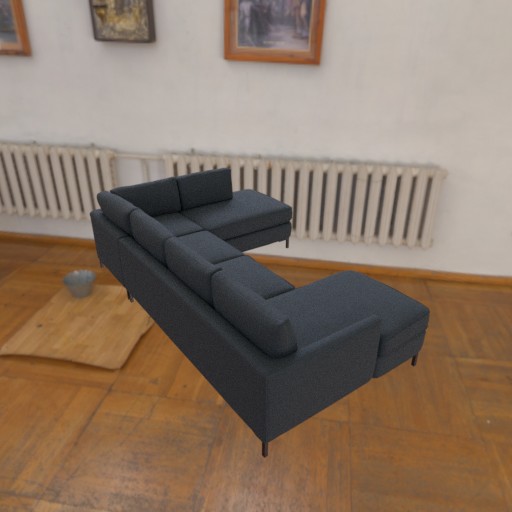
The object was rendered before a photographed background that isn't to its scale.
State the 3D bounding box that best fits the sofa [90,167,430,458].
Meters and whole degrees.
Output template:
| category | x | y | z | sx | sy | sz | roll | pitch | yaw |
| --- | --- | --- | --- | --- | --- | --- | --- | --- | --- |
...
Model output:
| category | x | y | z | sx | sy | sz | roll | pitch | yaw |
| --- | --- | --- | --- | --- | --- | --- | --- | --- | --- |
| sofa | 0.000 | 0.000 | 3.896 | 1.984 | 0.858 | 2.975 | -18 | 31 | -32 |
